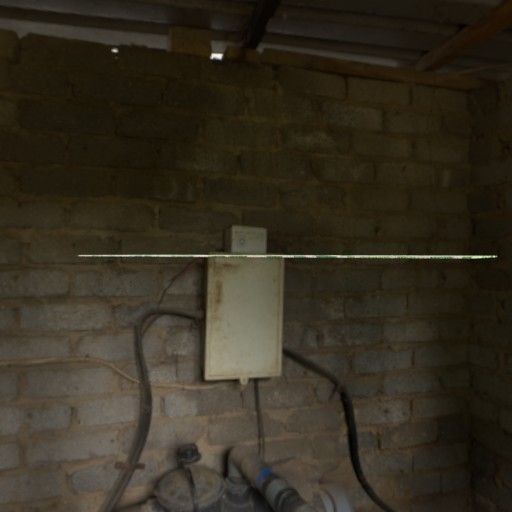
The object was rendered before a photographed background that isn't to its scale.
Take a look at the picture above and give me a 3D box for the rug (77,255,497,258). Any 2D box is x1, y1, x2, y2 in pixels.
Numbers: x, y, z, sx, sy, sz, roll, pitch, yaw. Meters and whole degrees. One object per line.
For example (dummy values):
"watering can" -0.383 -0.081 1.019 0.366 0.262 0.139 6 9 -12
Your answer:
"rug" 0.000 0.000 2.621 2.438 0.006 0.761 0 0 35
